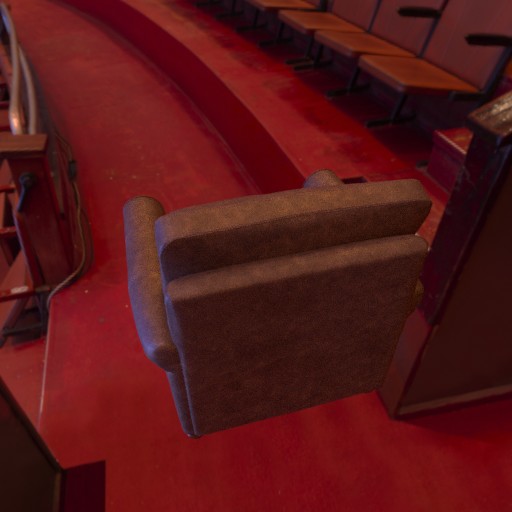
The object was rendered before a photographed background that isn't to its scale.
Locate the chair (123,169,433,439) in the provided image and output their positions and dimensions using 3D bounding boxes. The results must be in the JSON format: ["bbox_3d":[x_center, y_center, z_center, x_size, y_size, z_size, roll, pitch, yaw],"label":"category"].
[{"bbox_3d":[0.000,0.000,1.789,0.996,0.976,1.002,-10,41,-12],"label":"chair"}]
